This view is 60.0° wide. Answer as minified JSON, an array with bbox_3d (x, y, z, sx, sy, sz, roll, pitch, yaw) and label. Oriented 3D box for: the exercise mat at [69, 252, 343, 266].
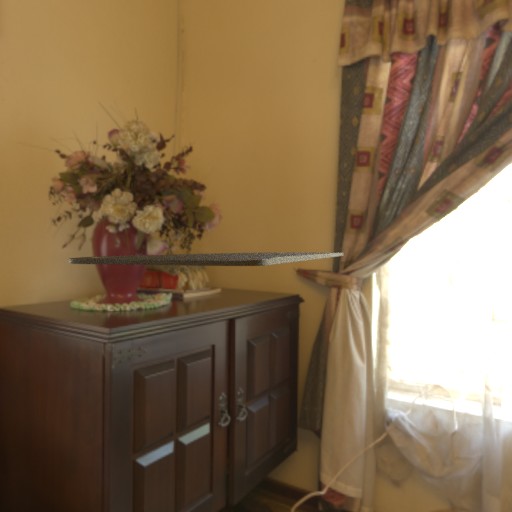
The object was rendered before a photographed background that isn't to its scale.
[{"bbox_3d":[0.000,0.000,2.089,0.616,0.021,1.869,0,1,18],"label":"exercise mat"}]
